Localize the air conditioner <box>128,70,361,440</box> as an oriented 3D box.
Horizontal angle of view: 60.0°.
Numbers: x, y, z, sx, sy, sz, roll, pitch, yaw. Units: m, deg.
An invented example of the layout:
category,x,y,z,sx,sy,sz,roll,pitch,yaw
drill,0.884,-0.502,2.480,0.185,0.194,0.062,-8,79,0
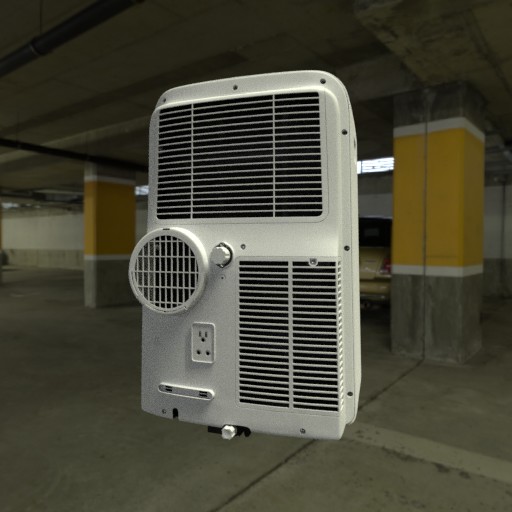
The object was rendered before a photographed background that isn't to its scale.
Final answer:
category,x,y,z,sx,sy,sz,roll,pitch,yaw
air conditioner,0.000,0.000,0.978,0.454,0.700,0.365,1,2,19
